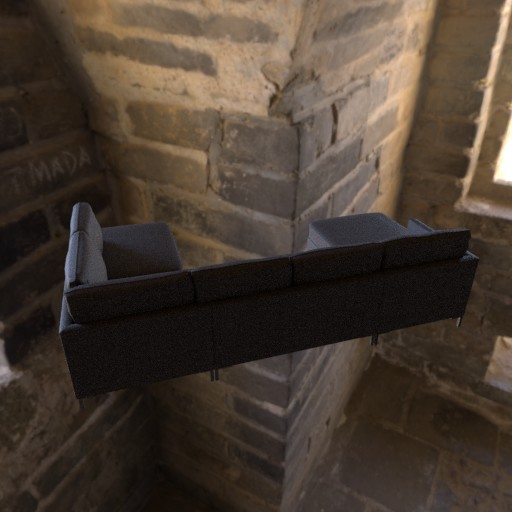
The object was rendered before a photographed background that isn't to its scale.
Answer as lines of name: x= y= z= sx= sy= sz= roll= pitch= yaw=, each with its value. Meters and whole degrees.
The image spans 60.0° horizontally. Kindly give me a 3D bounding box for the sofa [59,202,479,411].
sofa: x=0.000 y=0.000 z=4.288 sx=3.423 sy=0.999 sz=2.048 roll=-9 pitch=29 yaw=-16
